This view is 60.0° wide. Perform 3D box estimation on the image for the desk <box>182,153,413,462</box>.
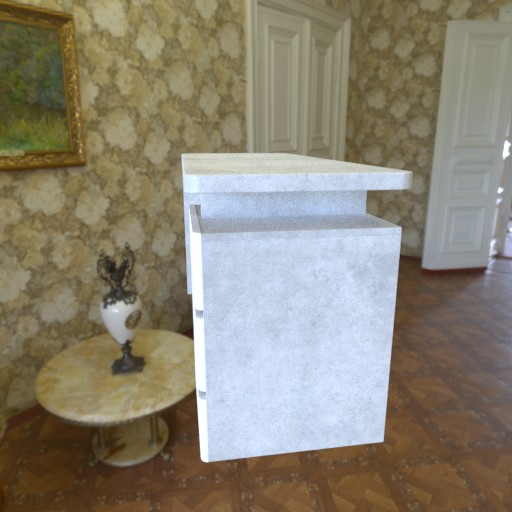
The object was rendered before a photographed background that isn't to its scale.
[{"bbox_3d":[0.000,0.000,1.767,0.550,0.755,1.400,-2,15,-9],"label":"desk"}]
